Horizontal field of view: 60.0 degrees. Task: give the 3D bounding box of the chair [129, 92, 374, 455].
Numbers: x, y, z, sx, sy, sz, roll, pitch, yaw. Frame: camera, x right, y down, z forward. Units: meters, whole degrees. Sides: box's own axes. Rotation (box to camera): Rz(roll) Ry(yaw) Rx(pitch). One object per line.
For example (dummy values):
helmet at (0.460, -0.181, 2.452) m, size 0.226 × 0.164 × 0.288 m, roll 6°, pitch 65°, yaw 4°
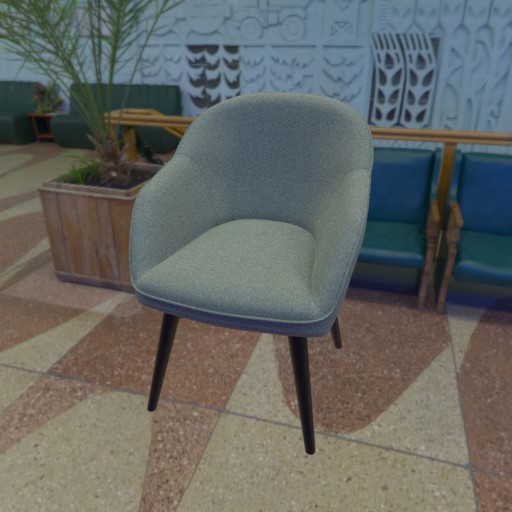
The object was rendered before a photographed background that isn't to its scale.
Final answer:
chair at (0.000, 0.000, 1.241) m, size 0.589 × 0.810 × 0.611 m, roll 8°, pitch 27°, yaw 17°
